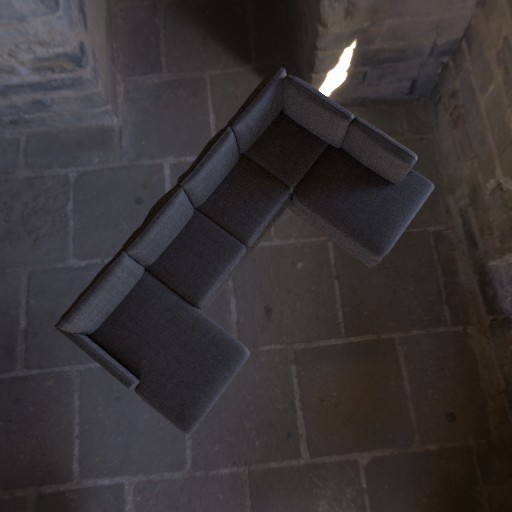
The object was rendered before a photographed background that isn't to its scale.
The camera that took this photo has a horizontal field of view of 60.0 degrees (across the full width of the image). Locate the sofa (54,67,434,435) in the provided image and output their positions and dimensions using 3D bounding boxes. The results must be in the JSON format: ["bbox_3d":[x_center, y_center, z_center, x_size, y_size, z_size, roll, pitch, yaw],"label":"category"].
[{"bbox_3d":[0.000,0.000,4.391,2.048,0.999,3.423,36,79,8],"label":"sofa"}]
